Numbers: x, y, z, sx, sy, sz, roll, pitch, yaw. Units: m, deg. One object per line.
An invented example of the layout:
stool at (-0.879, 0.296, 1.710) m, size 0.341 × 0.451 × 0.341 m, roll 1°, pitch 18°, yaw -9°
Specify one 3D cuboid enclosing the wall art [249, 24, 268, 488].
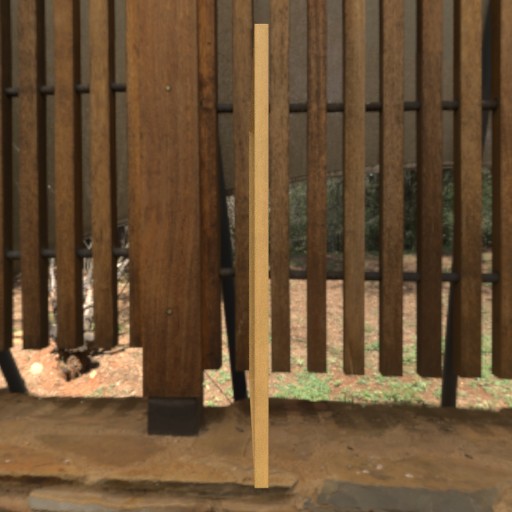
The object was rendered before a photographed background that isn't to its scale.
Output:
wall art at (0.000, 0.000, 1.356) m, size 0.030 × 1.002 × 0.798 m, roll 0°, pitch 0°, yaw -2°
